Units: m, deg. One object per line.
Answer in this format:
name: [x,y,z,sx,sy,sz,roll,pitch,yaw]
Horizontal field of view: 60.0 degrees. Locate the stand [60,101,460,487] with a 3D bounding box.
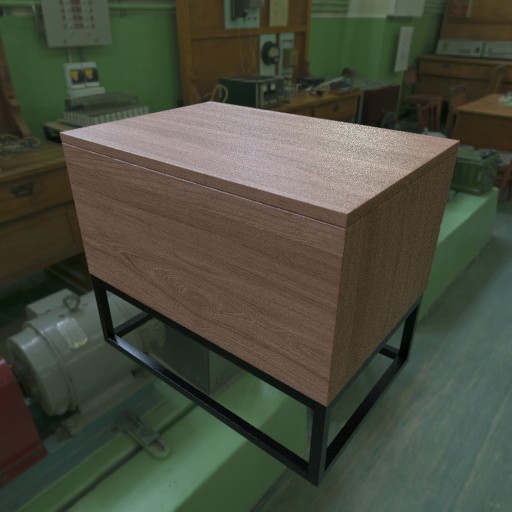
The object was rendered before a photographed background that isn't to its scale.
stand: [0.000,0.000,0.925,0.600,0.500,0.420,21,36,33]
